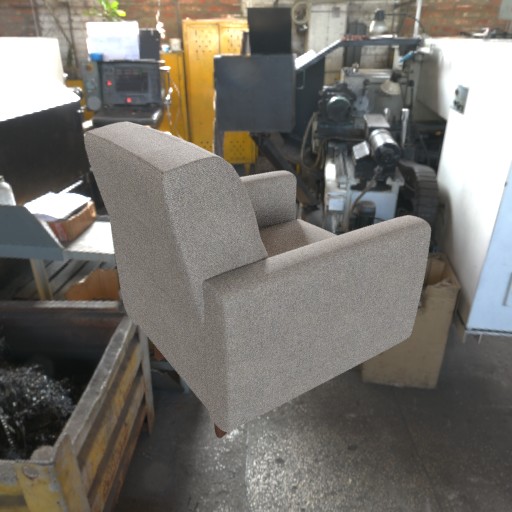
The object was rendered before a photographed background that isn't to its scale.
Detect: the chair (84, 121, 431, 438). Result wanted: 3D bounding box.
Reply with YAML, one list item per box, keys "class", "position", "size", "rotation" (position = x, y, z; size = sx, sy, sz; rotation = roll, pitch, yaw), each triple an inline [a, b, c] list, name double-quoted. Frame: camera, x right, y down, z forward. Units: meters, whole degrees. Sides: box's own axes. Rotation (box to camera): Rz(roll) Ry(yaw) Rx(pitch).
- class: "chair"
  position: [0.000, 0.000, 1.641]
  size: [0.942, 0.968, 0.845]
  rotation: [-18, 32, -32]
